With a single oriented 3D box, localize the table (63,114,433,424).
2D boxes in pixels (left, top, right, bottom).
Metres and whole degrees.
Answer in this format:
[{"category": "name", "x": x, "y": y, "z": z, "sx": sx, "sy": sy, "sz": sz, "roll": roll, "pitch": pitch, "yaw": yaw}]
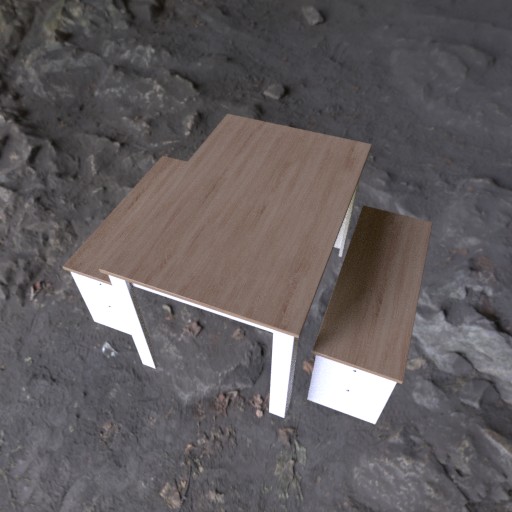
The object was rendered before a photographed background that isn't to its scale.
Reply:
[{"category": "table", "x": 0.000, "y": 0.000, "z": 2.053, "sx": 1.443, "sy": 0.700, "sz": 1.100, "roll": 16, "pitch": 50, "yaw": 14}]
